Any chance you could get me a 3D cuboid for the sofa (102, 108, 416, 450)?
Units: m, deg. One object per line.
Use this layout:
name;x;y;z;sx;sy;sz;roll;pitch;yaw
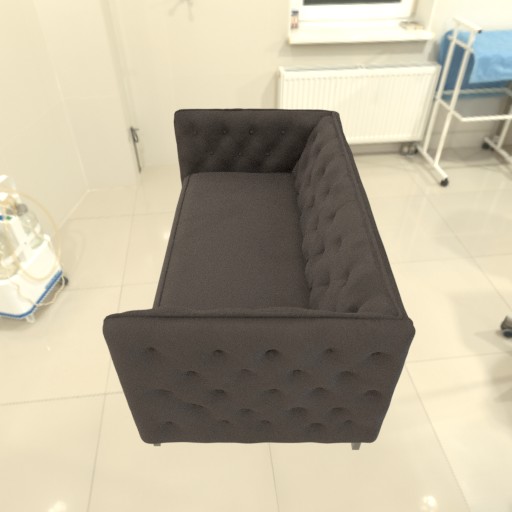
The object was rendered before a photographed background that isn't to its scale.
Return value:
sofa;0.000;0.000;2.053;0.909;0.810;1.583;0;41;0
